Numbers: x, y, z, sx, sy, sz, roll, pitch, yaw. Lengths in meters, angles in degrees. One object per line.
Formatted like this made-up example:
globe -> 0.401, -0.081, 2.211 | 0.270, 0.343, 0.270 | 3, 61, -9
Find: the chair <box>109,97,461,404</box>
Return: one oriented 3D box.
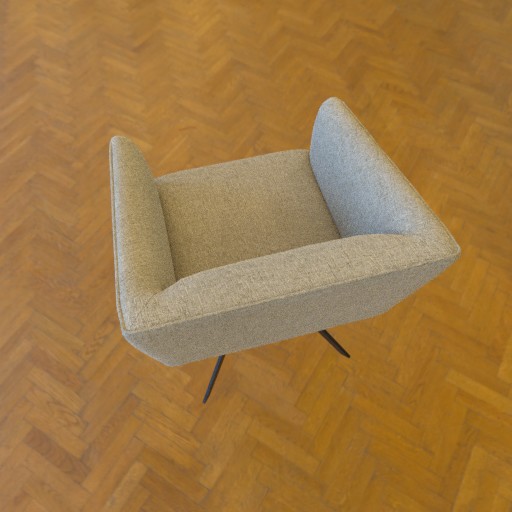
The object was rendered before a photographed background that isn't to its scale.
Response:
chair -> 0.000, 0.000, 1.223 | 0.628, 0.760, 0.623 | -13, 60, -8
